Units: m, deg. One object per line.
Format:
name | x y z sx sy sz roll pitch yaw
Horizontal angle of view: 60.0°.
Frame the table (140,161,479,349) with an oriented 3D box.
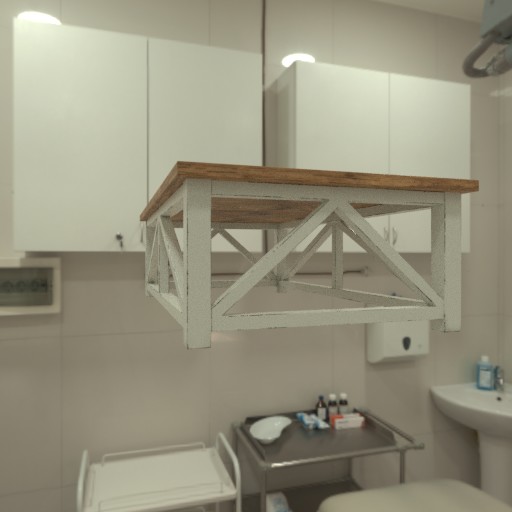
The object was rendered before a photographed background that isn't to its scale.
table | 0.000 0.000 1.727 0.800 0.410 1.400 0 0 -18
